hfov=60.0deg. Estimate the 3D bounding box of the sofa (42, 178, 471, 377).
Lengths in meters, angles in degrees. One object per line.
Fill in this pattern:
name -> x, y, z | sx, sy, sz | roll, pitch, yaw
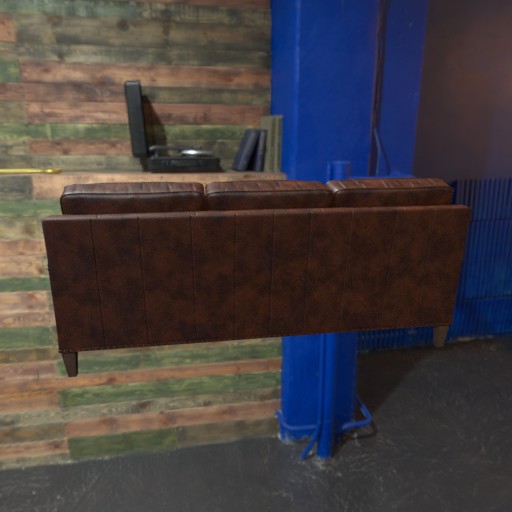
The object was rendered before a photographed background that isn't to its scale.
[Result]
sofa -> 0.000, 0.000, 2.777 | 2.240, 1.003, 1.084 | -2, 15, -9
